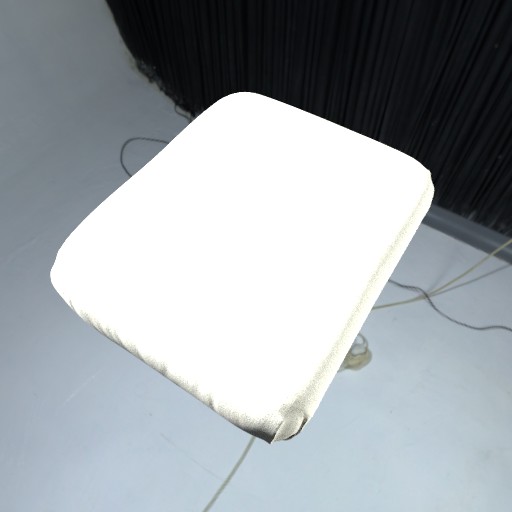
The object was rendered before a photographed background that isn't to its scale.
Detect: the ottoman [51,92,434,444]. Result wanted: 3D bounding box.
[{"bbox_3d":[0.000,0.000,1.111,0.622,0.450,0.747,28,61,18],"label":"ottoman"}]
